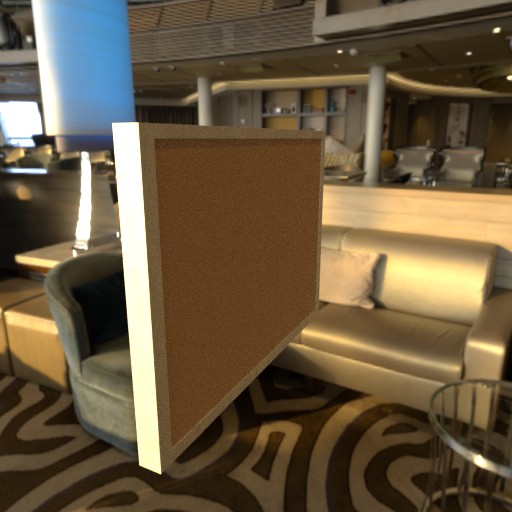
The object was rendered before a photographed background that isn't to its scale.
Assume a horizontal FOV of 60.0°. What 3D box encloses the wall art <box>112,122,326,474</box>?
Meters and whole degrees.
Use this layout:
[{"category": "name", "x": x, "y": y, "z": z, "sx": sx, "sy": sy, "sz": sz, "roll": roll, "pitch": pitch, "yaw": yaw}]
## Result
[{"category": "wall art", "x": 0.000, "y": 0.000, "z": 0.687, "sx": 0.032, "sy": 0.380, "sz": 0.532, "roll": 7, "pitch": 17, "yaw": 26}]
